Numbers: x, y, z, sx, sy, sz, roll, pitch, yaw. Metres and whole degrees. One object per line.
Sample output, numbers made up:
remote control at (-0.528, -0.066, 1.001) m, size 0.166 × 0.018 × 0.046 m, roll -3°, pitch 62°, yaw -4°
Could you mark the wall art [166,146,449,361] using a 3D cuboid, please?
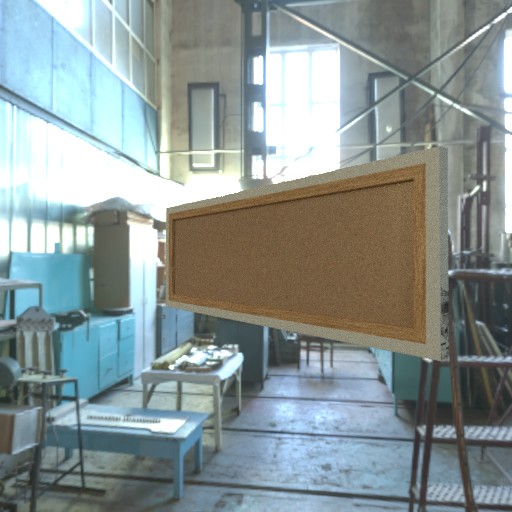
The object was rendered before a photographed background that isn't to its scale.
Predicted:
wall art at (0.000, 0.000, 1.668) m, size 0.039 × 0.507 × 1.520 m, roll 0°, pitch -1°, yaw -36°
